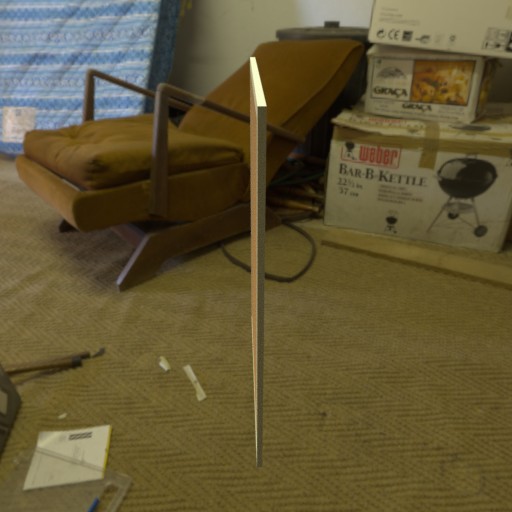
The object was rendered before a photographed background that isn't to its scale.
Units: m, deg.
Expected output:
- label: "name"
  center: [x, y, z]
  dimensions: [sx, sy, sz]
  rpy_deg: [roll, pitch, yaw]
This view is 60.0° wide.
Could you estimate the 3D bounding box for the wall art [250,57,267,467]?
- label: "wall art"
  center: [0.000, 0.000, 1.262]
  dimensions: [0.015, 0.965, 0.660]
  rpy_deg: [-1, 31, -1]
